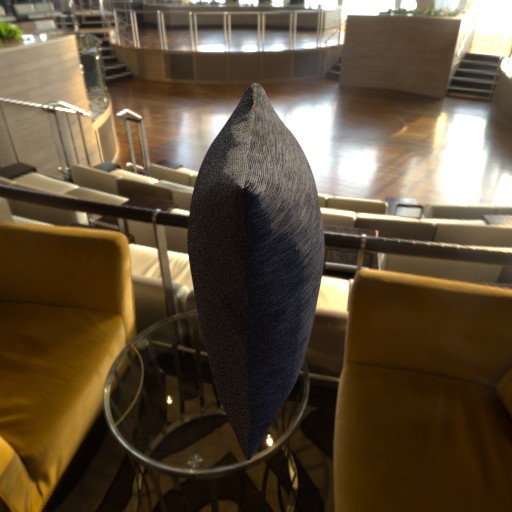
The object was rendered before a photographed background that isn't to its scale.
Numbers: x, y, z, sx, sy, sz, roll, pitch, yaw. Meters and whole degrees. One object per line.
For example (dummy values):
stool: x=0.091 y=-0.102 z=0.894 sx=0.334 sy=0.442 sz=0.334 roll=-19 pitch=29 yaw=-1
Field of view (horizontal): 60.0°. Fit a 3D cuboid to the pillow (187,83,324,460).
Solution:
pillow: x=0.000 y=0.000 z=0.705 sx=0.204 sy=0.439 sz=0.452 roll=1 pitch=33 yaw=1
